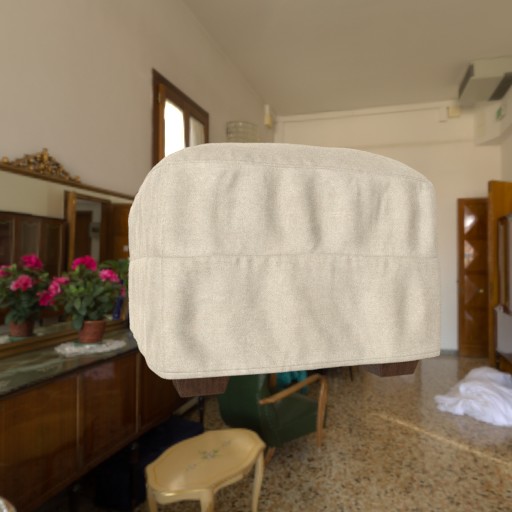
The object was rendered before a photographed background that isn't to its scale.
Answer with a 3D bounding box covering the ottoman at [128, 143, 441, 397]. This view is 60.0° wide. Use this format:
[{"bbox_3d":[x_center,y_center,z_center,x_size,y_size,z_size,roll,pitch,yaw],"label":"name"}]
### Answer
[{"bbox_3d":[0.000,0.000,1.089,0.584,0.480,0.712,0,-1,-19],"label":"ottoman"}]
